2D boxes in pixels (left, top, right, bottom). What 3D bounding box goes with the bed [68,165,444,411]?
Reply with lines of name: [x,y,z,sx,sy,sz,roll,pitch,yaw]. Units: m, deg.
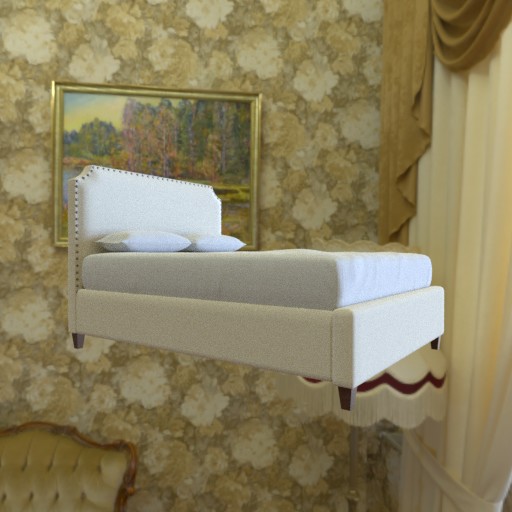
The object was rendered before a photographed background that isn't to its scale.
bed: [0.000,0.000,3.376,2.329,1.415,1.703,0,1,36]
